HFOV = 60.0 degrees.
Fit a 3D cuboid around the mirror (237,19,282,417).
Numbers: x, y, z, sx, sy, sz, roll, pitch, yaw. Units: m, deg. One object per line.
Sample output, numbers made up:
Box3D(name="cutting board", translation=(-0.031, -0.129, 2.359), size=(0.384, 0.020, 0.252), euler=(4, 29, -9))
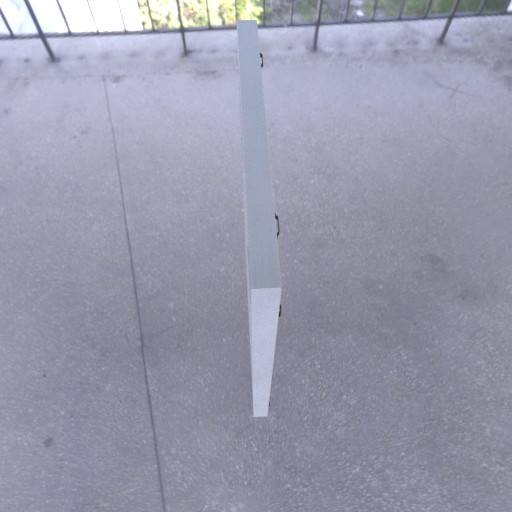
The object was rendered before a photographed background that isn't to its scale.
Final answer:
Box3D(name="mirror", translation=(0.000, 0.000, 0.925), size=(0.039, 0.710, 0.507), euler=(-3, 59, -2))
